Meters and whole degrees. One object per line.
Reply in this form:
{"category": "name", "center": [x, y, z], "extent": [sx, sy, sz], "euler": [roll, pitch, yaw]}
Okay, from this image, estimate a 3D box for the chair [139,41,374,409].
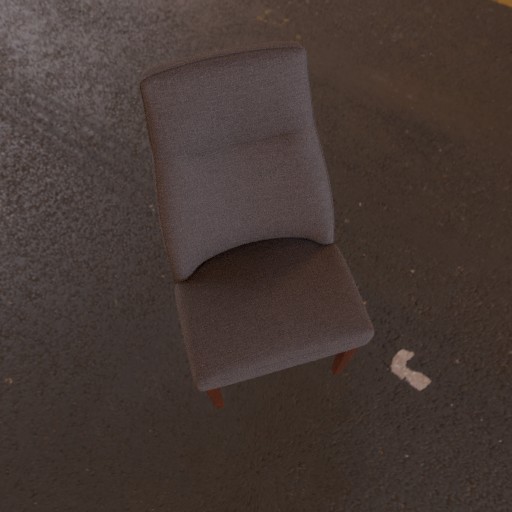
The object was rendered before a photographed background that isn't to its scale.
{"category": "chair", "center": [0.000, 0.000, 1.261], "extent": [0.500, 0.930, 0.620], "euler": [-14, 65, -7]}
